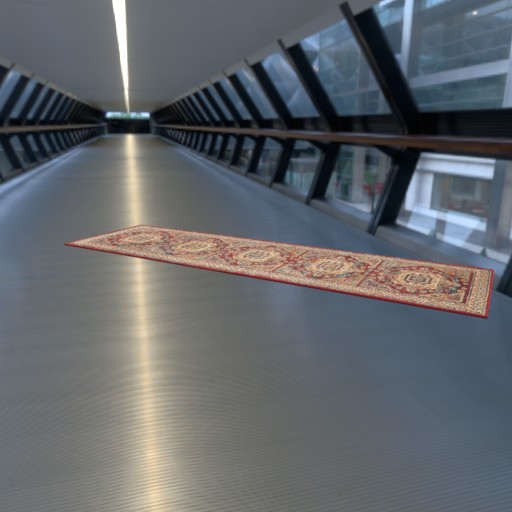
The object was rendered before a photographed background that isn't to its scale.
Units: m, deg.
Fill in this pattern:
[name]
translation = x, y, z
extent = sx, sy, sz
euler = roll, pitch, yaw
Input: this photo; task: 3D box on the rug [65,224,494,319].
[rug]
translation = 0.000, 0.000, 2.423
extent = 2.292, 0.015, 0.659
euler = 8, 17, 28
